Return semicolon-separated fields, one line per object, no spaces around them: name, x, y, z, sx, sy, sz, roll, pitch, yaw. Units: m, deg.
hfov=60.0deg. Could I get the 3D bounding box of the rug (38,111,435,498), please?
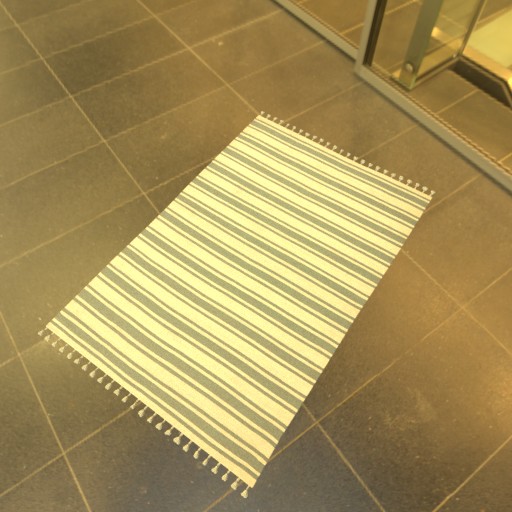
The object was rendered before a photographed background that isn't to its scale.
rug;0.000;0.000;2.957;1.539;0.011;2.410;31;63;17
